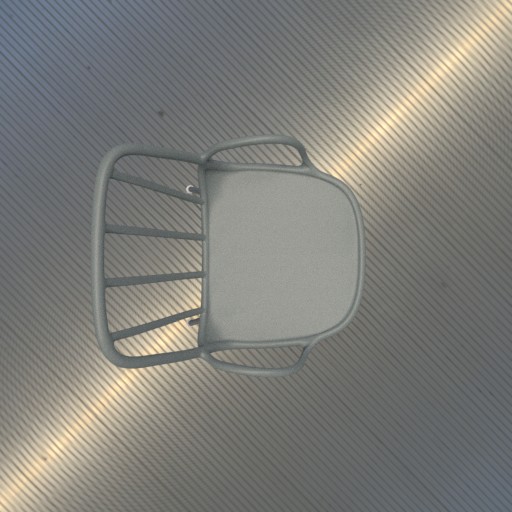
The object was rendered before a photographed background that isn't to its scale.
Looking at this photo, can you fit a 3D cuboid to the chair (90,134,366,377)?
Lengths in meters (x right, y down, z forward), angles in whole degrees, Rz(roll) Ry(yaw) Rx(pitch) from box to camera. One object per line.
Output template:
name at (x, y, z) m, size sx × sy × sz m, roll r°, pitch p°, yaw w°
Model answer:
chair at (0.000, 0.000, 1.196) m, size 0.597 × 0.816 × 0.549 m, roll 0°, pitch 90°, yaw 0°
